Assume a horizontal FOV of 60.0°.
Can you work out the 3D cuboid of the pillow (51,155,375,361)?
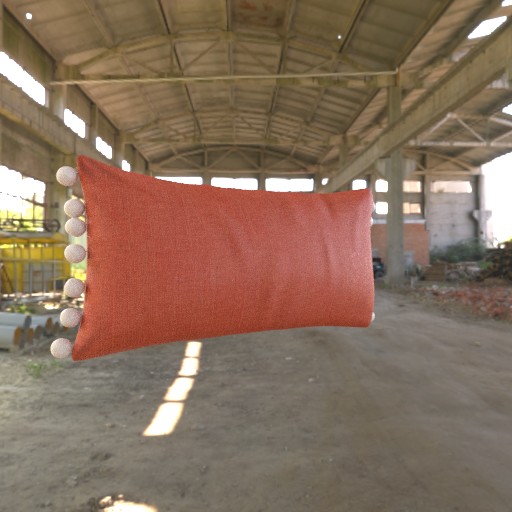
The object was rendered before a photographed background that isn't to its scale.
[{"bbox_3d":[0.000,0.000,0.836,0.709,0.322,0.201,1,-1,-36],"label":"pillow"}]
